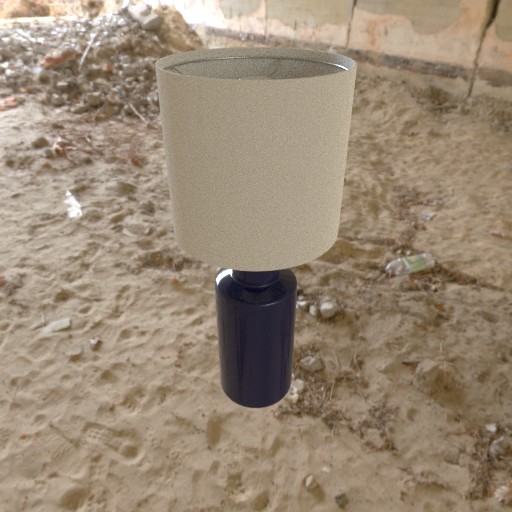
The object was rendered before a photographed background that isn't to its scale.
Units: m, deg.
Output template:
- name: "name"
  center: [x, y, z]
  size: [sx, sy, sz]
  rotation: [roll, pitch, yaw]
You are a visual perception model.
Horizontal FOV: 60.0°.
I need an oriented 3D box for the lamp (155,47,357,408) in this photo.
- name: "lamp"
  center: [0.000, 0.000, 0.604]
  size: [0.212, 0.493, 0.212]
  rotation: [10, 34, 15]
